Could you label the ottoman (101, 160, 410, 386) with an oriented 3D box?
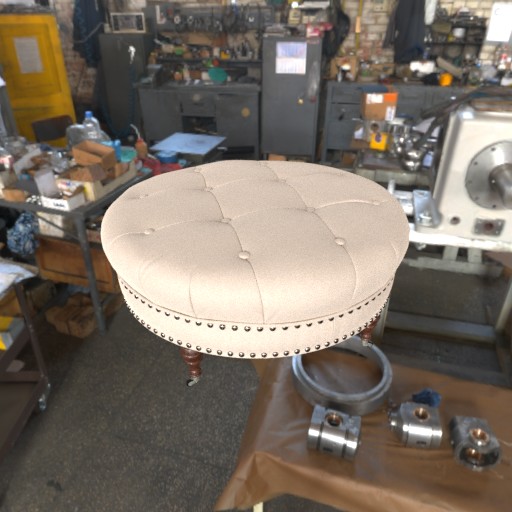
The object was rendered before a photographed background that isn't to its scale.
[{"bbox_3d":[0.000,0.000,1.416,0.901,0.439,0.901,0,30,0],"label":"ottoman"}]
